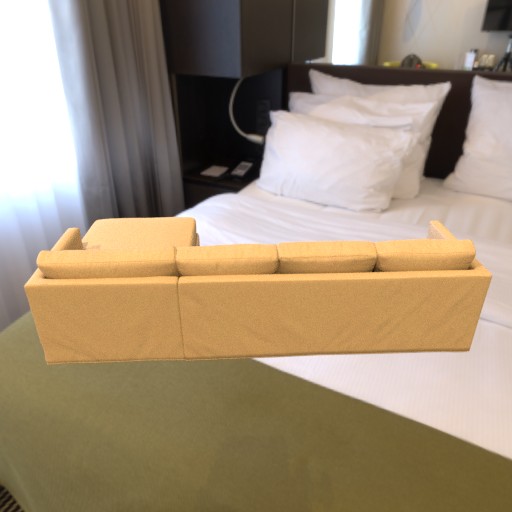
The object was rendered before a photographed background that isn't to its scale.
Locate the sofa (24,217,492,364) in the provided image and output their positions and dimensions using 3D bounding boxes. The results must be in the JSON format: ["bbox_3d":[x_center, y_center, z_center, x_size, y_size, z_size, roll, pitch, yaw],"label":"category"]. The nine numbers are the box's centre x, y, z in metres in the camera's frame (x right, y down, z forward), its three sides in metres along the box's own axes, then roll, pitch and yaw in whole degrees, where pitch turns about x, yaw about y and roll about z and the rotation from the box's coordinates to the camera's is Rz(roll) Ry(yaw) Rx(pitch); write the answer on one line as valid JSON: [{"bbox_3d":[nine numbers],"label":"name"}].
[{"bbox_3d":[0.000,0.000,3.799,3.206,0.871,1.622,-1,29,-2],"label":"sofa"}]
